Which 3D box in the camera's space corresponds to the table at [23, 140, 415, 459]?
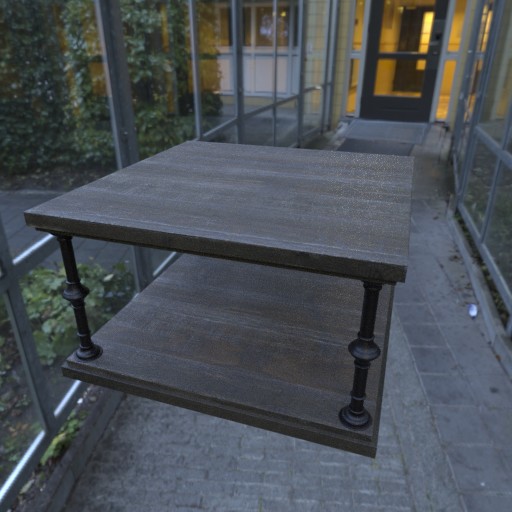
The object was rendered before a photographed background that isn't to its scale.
[{"bbox_3d":[0.000,0.000,1.123,0.696,0.400,0.696,8,27,17],"label":"table"}]
